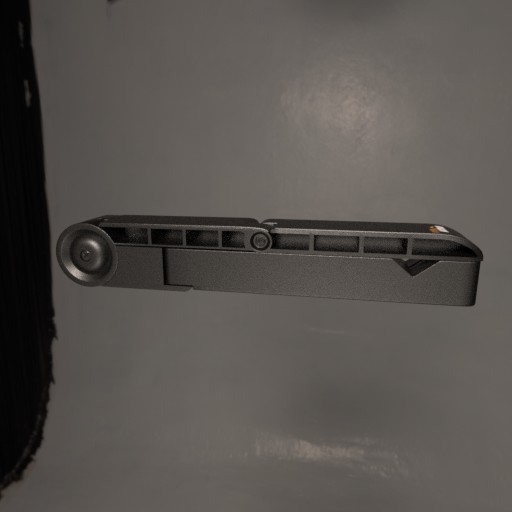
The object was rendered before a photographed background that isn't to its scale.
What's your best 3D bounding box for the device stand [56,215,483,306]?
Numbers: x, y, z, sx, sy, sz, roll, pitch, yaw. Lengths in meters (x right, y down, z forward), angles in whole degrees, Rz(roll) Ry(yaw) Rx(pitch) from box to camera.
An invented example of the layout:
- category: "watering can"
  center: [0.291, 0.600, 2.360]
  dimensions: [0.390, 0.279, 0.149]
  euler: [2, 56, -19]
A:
- category: "device stand"
  center: [0.000, 0.000, 0.195]
  dimensions: [0.179, 0.030, 0.026]
  euler: [3, 14, 10]
